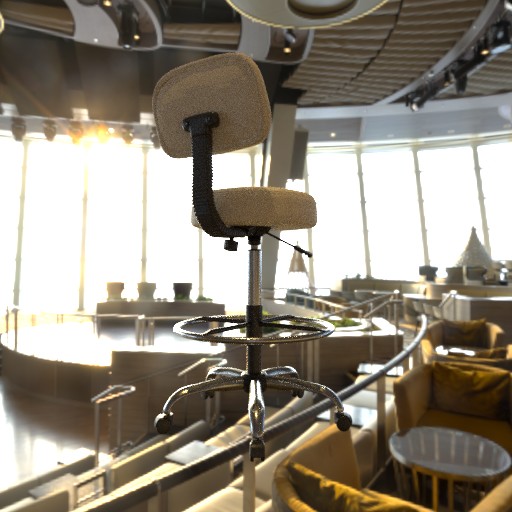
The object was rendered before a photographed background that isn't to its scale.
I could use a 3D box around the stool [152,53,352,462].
[{"bbox_3d":[0.000,0.000,1.473,0.609,1.080,0.616,0,-1,35],"label":"stool"}]
